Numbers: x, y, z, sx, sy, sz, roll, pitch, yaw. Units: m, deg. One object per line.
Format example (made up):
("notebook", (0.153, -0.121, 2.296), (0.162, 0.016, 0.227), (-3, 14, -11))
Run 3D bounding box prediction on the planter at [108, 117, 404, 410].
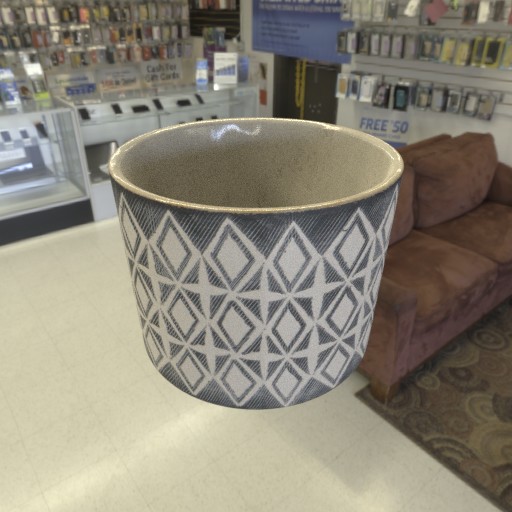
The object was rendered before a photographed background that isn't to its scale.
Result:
("planter", (0.000, 0.000, 0.341), (0.192, 0.165, 0.192), (0, 31, 0))
